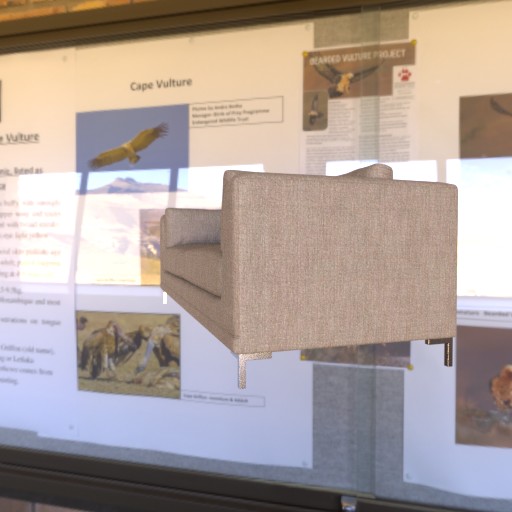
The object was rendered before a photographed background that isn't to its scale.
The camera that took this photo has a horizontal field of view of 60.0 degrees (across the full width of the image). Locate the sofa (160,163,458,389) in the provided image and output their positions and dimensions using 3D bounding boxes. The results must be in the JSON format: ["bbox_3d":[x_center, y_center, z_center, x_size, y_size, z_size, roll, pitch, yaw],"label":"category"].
[{"bbox_3d":[0.000,0.000,2.820,0.969,0.867,2.415,-1,2,-18],"label":"sofa"}]
